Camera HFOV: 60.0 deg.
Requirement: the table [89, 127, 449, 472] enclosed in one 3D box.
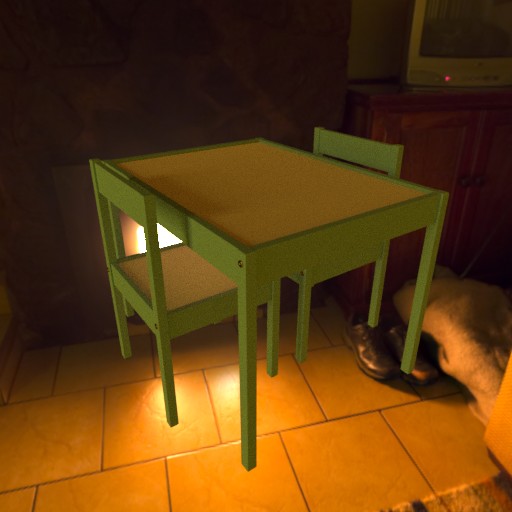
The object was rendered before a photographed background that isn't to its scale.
[{"bbox_3d":[0.000,0.000,1.071,0.633,0.503,0.639,-17,31,-31],"label":"table"}]
